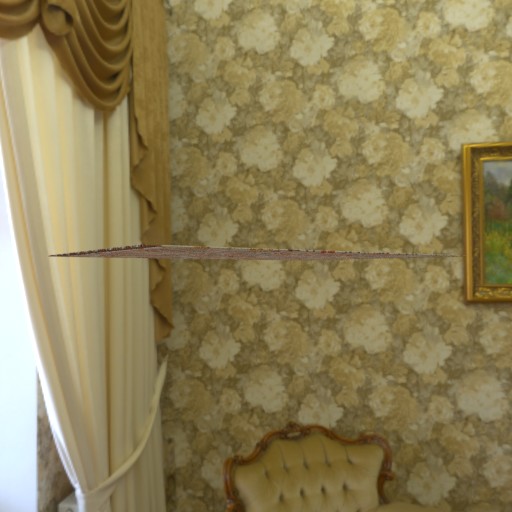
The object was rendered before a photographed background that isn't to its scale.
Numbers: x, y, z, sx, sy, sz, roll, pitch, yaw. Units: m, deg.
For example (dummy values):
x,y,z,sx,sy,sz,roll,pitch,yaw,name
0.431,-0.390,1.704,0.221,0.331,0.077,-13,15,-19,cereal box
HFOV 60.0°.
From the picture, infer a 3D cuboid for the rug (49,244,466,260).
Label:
x,y,z,sx,sy,sz,roll,pitch,yaw,name
0.000,0.000,4.328,3.274,0.015,2.439,1,-2,-36,rug
